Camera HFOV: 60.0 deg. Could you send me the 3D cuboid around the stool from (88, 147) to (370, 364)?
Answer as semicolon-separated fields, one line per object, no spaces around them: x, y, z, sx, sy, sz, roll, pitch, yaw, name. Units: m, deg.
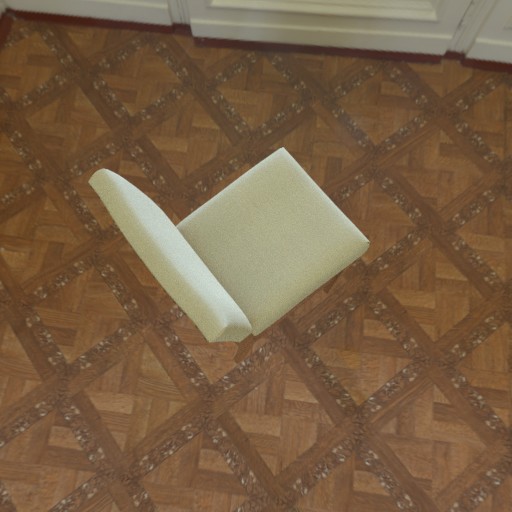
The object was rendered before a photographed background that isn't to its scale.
0.000;0.000;1.481;0.584;1.168;0.445;-37;77;-10;stool
